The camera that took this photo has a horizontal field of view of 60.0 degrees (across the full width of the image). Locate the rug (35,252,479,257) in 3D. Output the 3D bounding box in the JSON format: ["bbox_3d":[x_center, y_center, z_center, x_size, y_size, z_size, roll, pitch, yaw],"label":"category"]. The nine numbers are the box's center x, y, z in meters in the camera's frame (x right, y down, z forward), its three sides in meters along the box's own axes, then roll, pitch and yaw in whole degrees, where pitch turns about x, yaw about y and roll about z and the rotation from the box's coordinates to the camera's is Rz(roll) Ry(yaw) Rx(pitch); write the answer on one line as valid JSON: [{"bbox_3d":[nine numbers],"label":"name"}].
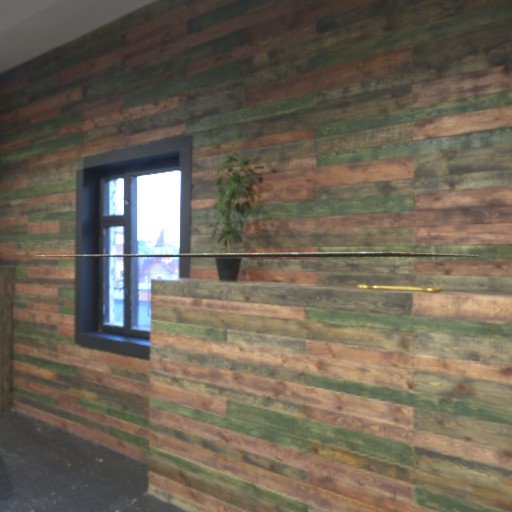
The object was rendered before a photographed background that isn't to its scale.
[{"bbox_3d":[0.000,0.000,4.124,3.353,0.010,2.438,0,-1,37],"label":"rug"}]
